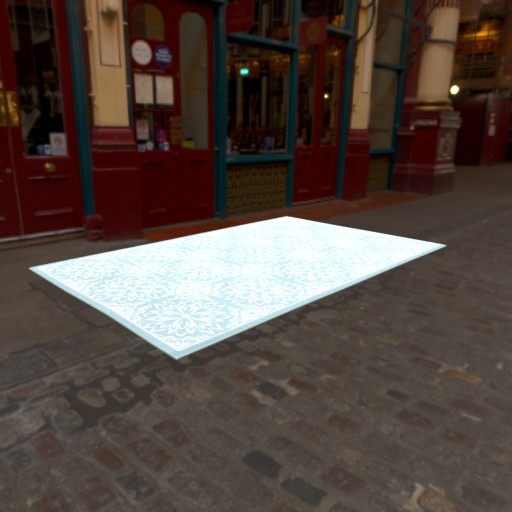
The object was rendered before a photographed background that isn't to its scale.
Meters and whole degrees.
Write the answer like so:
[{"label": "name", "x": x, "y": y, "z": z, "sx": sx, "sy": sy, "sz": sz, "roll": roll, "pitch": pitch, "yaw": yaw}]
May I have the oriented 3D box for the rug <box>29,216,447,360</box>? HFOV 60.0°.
[{"label": "rug", "x": 0.000, "y": 0.000, "z": 2.313, "sx": 1.840, "sy": 0.012, "sz": 1.219, "roll": -15, "pitch": 22, "yaw": -42}]
